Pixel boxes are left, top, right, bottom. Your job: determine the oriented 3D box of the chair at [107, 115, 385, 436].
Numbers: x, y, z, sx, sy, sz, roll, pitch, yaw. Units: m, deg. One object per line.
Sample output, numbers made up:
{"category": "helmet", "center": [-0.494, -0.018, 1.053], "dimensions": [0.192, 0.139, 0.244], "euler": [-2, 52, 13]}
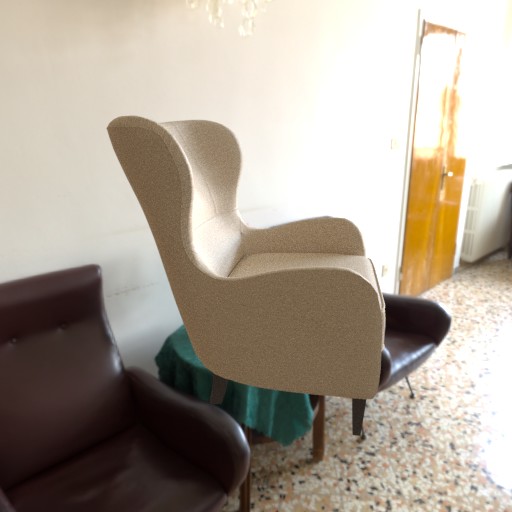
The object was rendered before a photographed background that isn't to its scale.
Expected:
{"category": "chair", "center": [0.000, 0.000, 1.787], "dimensions": [0.984, 1.064, 0.861], "euler": [3, 16, 10]}
